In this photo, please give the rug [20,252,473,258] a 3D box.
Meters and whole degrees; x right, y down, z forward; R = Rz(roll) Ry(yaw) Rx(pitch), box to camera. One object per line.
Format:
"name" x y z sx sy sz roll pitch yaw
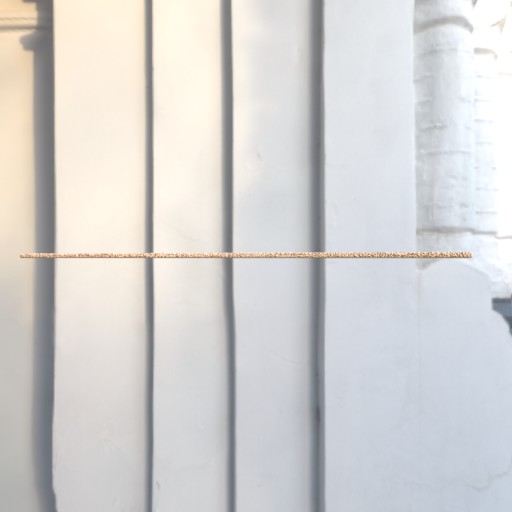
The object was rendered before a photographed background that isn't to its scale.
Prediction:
"rug" 0.000 0.000 3.360 2.743 0.030 1.778 0 0 18
